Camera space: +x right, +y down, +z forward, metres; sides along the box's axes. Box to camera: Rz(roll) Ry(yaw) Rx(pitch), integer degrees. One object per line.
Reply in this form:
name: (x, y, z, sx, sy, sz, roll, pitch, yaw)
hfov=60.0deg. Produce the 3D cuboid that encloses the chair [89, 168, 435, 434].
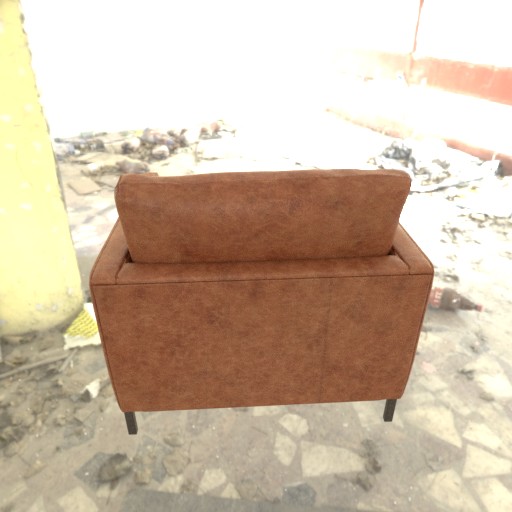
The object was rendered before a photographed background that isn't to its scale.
chair: (0.000, 0.000, 1.635, 0.967, 0.869, 0.862, -2, 30, -3)
